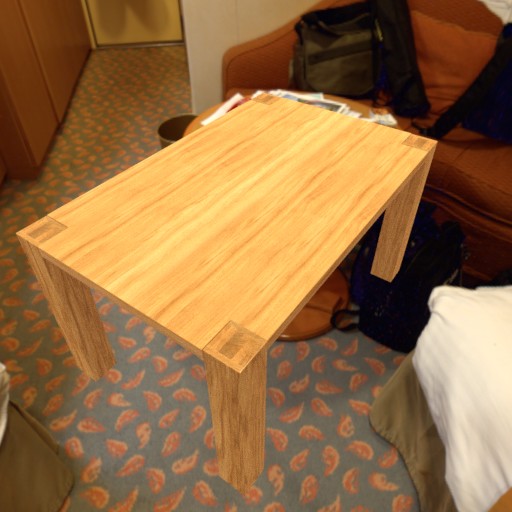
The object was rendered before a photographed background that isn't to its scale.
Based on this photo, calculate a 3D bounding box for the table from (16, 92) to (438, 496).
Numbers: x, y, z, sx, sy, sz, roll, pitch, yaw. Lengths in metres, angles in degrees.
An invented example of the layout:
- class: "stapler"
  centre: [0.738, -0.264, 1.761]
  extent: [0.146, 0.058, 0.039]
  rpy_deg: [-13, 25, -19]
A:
- class: "table"
  centre: [0.000, 0.000, 1.906]
  extent: [0.900, 0.760, 1.400]
  rpy_deg: [25, 48, 25]
